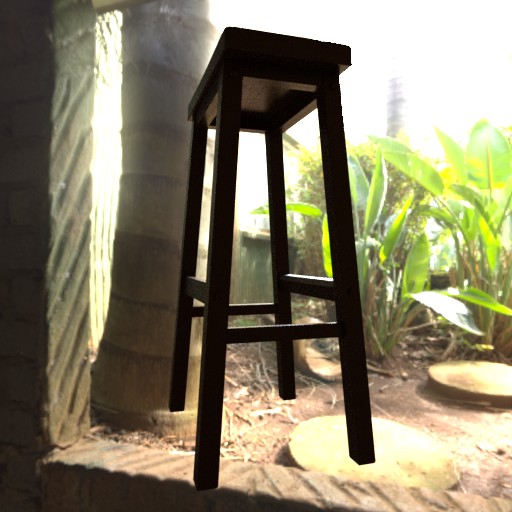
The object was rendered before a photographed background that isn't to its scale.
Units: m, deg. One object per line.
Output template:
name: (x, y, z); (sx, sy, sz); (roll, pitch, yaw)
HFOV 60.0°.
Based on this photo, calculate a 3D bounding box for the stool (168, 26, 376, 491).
stool: (0.000, 0.000, 0.937); (0.322, 0.742, 0.406); (0, 0, -17)
